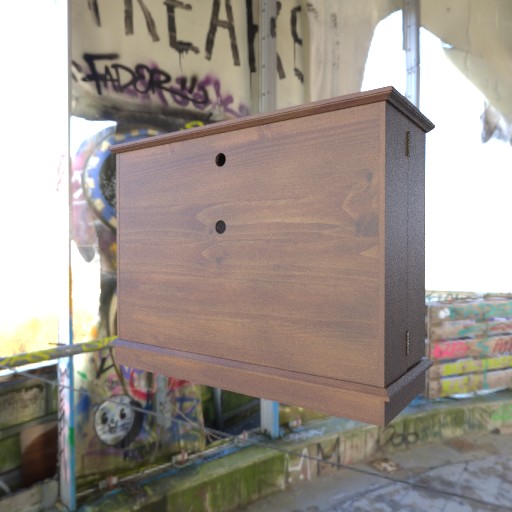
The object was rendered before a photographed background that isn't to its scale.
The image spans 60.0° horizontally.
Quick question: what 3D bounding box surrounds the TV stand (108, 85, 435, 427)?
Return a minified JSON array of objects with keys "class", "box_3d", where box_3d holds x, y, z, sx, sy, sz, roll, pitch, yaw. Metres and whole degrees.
[{"class":"TV stand","box_3d":[0.000,0.000,1.514,1.067,0.813,0.406,1,1,35]}]
